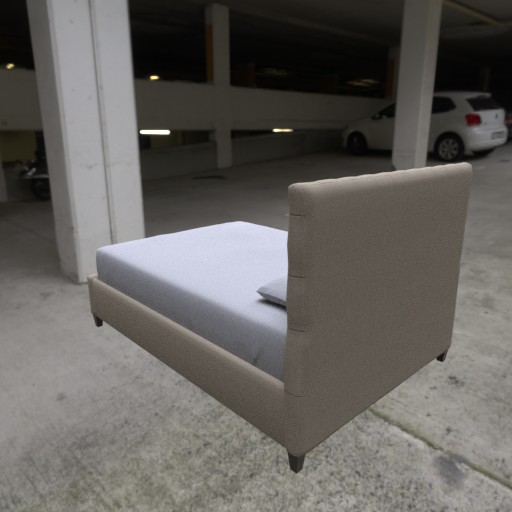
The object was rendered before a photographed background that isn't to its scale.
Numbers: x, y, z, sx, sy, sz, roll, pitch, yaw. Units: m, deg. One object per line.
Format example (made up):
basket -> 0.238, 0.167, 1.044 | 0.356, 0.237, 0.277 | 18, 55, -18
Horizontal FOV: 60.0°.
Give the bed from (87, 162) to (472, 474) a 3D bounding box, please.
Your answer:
bed -> 0.000, 0.000, 3.347 | 1.698, 1.427, 2.387 | -15, 22, -41
